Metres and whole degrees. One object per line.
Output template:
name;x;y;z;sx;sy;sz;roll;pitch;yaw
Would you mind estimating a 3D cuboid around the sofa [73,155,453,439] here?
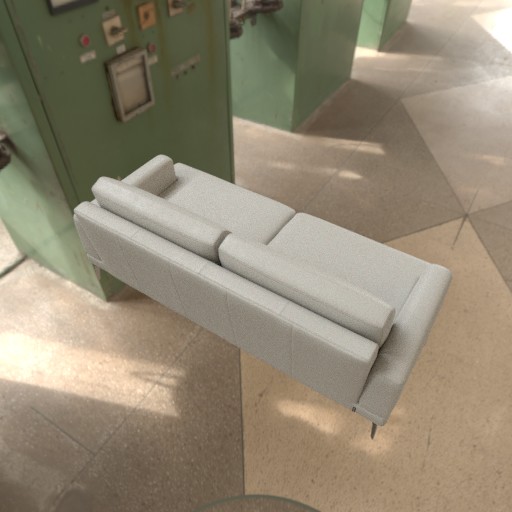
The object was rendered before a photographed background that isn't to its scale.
sofa;0.000;0.000;2.454;1.940;0.765;0.974;25;51;22
